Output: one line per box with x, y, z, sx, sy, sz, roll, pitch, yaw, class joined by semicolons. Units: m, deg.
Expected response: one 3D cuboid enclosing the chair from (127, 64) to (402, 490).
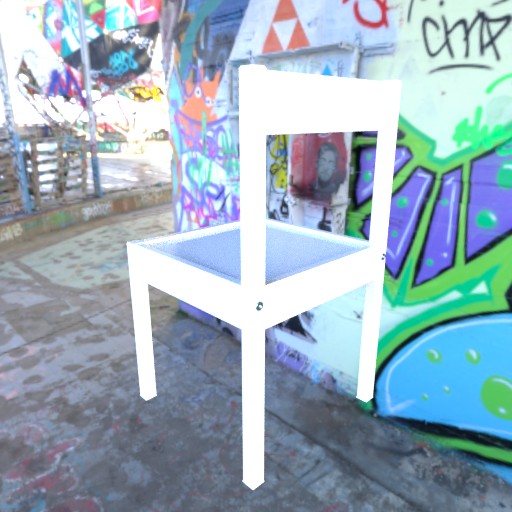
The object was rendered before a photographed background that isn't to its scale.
0.000;0.000;0.684;0.285;0.505;0.285;-16;24;-42;chair
